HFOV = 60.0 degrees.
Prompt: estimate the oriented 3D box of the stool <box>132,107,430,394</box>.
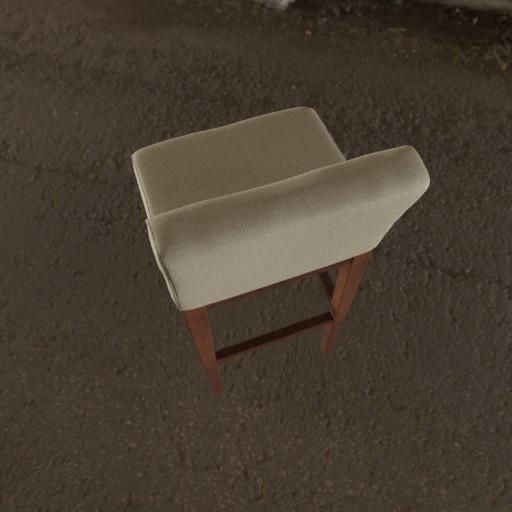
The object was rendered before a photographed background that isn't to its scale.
[{"bbox_3d":[0.000,0.000,1.285,0.511,1.037,0.500,-17,61,-10],"label":"stool"}]
